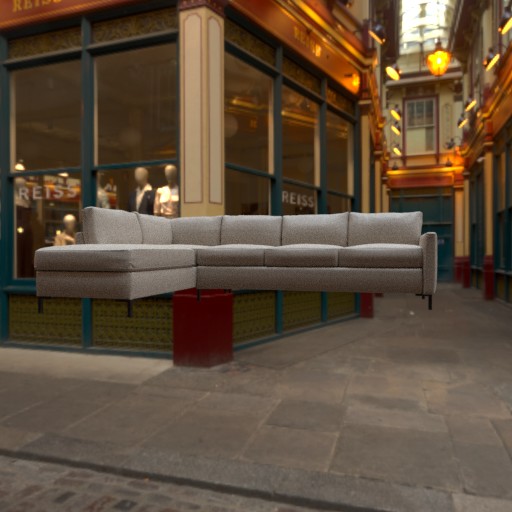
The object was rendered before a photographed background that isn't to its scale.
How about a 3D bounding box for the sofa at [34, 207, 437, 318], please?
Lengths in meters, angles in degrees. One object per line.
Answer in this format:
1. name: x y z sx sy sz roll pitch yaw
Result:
1. sofa: 0.000 0.000 3.148 2.423 0.703 1.617 0 1 17
